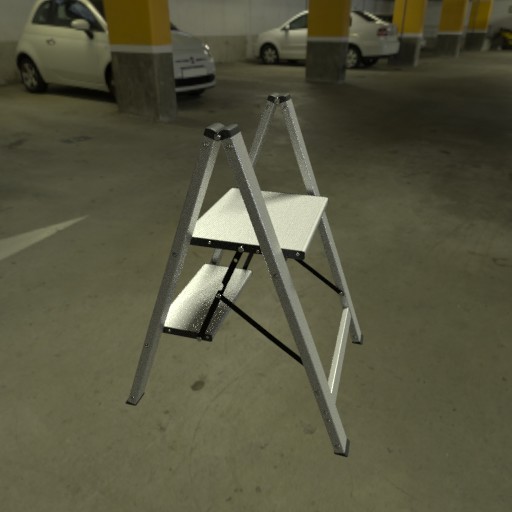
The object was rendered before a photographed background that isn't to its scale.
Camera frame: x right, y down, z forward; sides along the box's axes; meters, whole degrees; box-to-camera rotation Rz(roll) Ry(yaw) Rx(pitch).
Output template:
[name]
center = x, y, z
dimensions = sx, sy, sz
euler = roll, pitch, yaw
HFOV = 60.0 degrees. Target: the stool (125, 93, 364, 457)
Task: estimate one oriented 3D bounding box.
[stool]
center = 0.000, 0.000, 1.039
dimensions = 0.535, 0.670, 0.440
euler = 8, 28, 15
